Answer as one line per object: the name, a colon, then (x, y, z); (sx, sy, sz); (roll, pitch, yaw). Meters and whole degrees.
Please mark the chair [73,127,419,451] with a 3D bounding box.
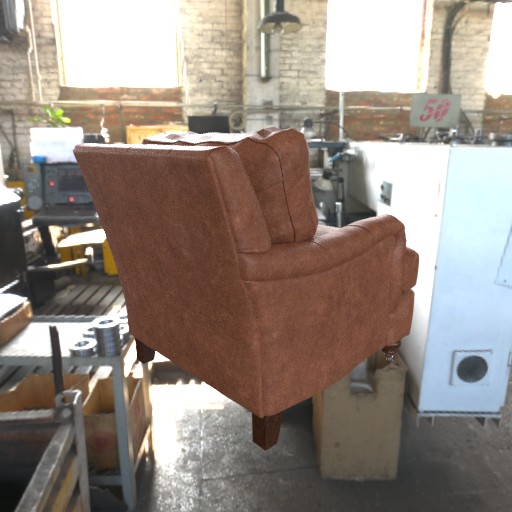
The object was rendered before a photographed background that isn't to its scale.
chair: (0.000, 0.000, 1.908); (1.158, 1.055, 0.986); (-14, 20, -41)
